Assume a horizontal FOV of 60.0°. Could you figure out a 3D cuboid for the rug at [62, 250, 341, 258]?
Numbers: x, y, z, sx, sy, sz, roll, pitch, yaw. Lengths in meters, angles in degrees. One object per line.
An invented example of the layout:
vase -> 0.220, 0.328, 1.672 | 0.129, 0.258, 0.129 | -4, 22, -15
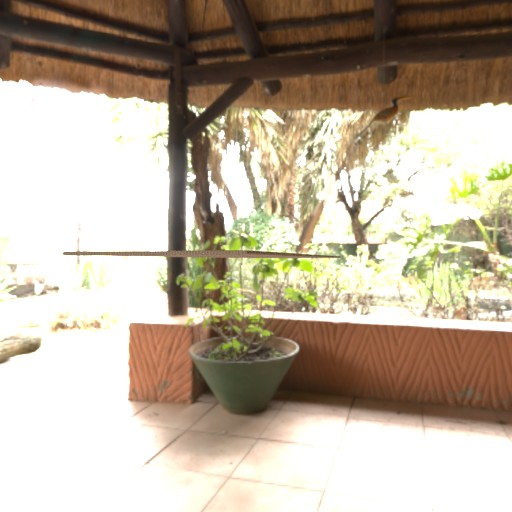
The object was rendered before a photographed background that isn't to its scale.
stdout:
rug -> 0.000, 0.000, 2.498 | 0.678, 0.014, 2.276 | 0, -1, 18
